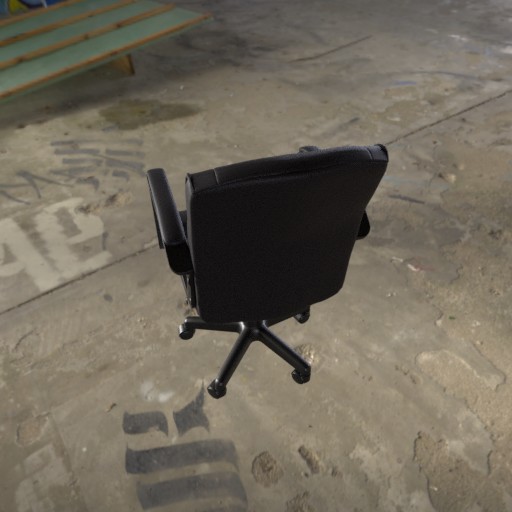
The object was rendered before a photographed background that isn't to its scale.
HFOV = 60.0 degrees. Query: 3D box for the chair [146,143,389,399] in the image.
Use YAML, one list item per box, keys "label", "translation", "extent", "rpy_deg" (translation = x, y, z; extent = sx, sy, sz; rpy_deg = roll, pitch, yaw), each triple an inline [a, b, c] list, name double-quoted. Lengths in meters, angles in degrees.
- label: "chair"
  translation: [0.000, 0.000, 1.409]
  extent: [0.576, 0.998, 0.641]
  rpy_deg: [-11, 43, -13]
